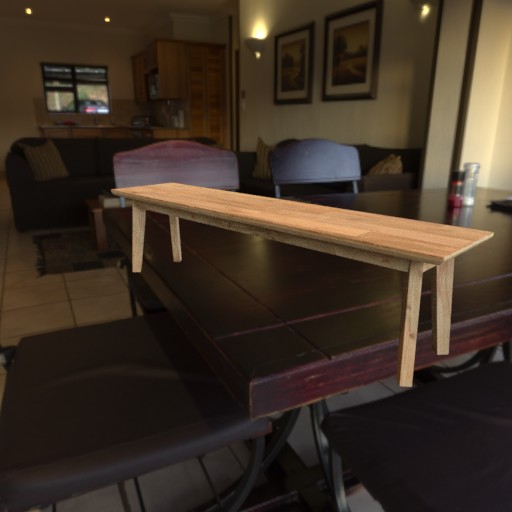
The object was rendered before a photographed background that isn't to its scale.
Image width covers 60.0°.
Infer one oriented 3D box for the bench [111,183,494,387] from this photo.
[{"bbox_3d":[0.000,0.000,1.876,1.698,0.431,0.378,16,23,42],"label":"bench"}]
